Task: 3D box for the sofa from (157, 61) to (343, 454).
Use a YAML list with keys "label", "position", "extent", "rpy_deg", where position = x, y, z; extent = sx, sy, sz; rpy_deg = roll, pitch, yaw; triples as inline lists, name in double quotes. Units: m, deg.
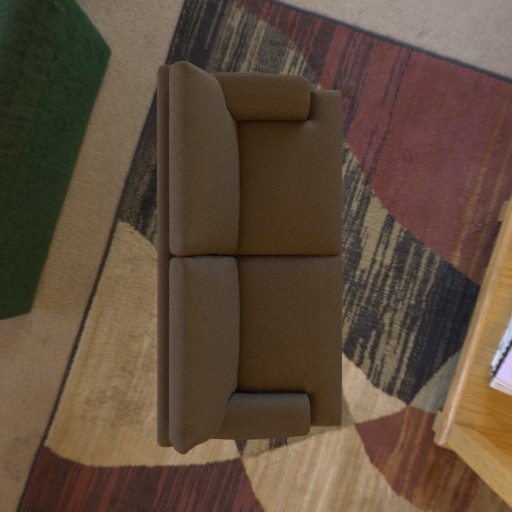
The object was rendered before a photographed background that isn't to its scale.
- label: "sofa"
  position: [0.000, 0.000, 2.830]
  extent: [1.140, 0.950, 2.271]
  rpy_deg: [0, 90, 0]
